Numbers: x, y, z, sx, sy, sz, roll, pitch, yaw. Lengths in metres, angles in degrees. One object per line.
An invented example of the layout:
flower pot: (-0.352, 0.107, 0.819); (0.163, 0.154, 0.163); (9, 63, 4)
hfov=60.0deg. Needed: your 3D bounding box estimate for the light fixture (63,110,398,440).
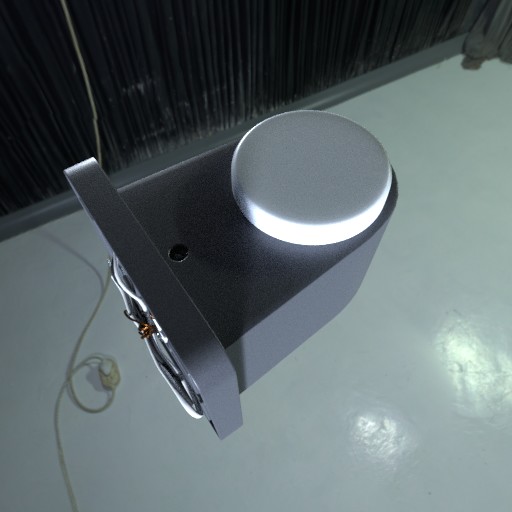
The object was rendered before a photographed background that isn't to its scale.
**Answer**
light fixture: (0.000, 0.000, 0.215); (0.132, 0.109, 0.109); (-31, 64, -17)
